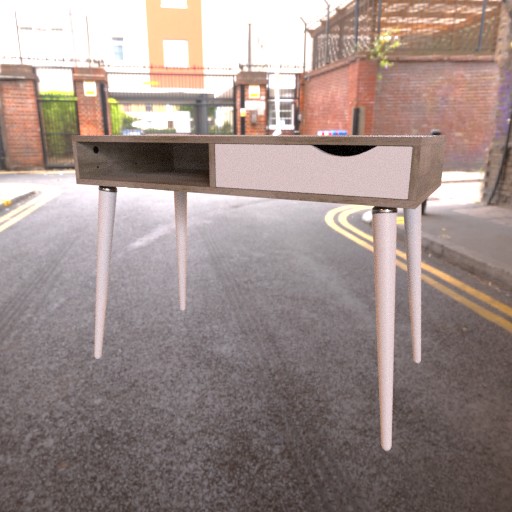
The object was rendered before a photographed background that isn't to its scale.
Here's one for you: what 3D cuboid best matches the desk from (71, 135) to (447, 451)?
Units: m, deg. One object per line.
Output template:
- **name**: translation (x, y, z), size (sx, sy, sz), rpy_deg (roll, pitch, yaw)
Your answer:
- **desk**: translation (0.000, 0.000, 1.378), size (0.979, 0.723, 0.491), rpy_deg (8, 17, 27)
